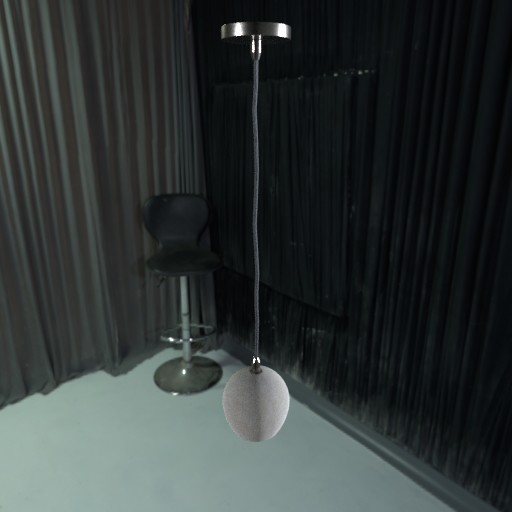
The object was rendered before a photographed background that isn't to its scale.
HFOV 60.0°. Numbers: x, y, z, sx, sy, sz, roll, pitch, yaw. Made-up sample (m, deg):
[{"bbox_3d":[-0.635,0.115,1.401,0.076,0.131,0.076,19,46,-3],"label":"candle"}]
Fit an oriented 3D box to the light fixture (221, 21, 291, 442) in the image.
[{"bbox_3d":[0.000,0.000,0.825,0.139,0.764,0.139,-17,25,-41],"label":"light fixture"}]
